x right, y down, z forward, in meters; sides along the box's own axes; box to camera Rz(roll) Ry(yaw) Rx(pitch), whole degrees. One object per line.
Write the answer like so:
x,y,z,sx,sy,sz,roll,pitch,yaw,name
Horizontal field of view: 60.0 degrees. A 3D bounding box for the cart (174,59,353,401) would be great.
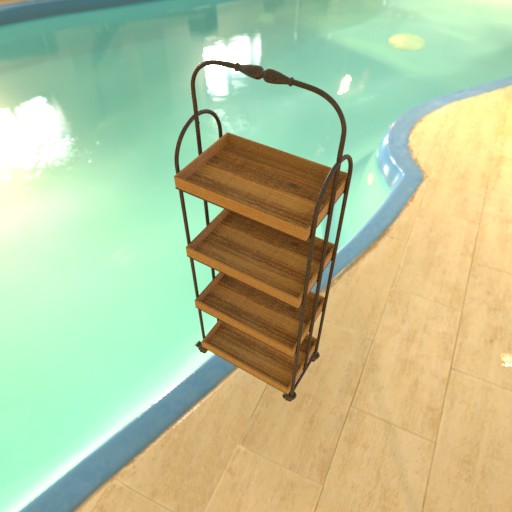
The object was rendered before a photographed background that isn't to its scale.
0.000,0.000,1.717,0.581,1.481,0.308,24,52,21,cart
